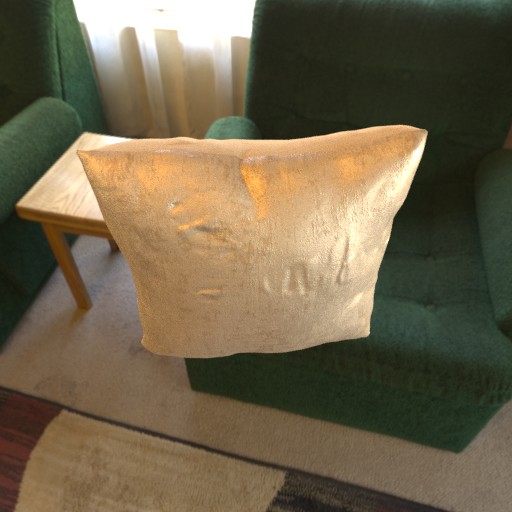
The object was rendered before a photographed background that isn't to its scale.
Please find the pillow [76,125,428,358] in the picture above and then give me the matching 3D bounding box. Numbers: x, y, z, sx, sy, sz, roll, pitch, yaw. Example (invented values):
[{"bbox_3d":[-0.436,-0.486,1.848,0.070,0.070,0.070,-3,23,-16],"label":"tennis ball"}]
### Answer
[{"bbox_3d":[0.000,0.000,0.719,0.450,0.448,0.245,-2,46,-2],"label":"pillow"}]
